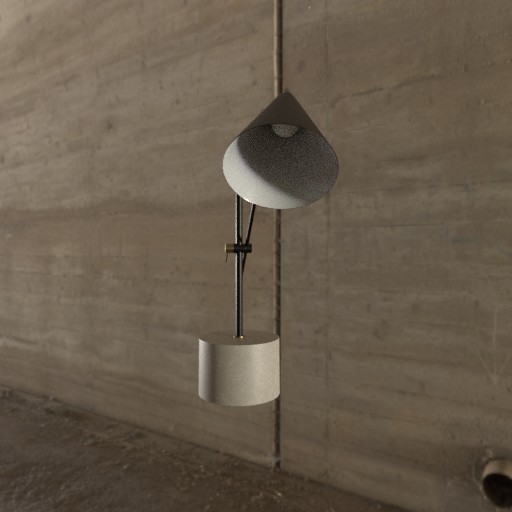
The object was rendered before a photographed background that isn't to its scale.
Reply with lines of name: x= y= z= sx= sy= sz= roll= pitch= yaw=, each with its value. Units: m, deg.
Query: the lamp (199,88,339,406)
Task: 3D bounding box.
lamp: x=0.000 y=0.000 z=0.728 sx=0.214 sy=0.518 sz=0.403 roll=0 pitch=1 yaw=0
